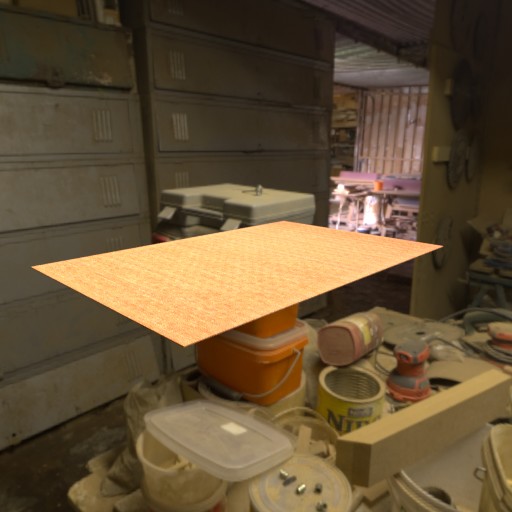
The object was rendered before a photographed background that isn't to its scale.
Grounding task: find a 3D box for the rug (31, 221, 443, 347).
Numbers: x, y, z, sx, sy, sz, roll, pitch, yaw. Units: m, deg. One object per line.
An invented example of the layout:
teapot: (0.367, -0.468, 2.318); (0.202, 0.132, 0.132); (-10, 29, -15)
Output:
rug: (0.000, 0.000, 2.920); (1.524, 0.006, 2.285); (14, 20, 43)
